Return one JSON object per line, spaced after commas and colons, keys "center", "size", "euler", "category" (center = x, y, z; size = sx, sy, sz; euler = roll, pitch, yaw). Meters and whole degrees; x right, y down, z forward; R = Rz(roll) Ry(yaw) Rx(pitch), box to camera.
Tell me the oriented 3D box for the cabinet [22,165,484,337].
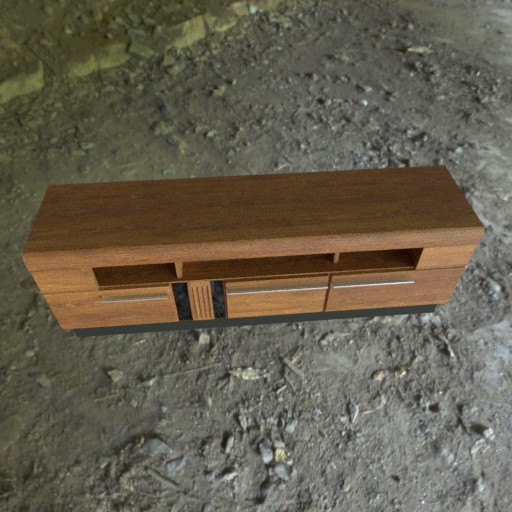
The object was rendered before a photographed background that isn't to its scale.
{"center": [0.000, 0.000, 1.827], "size": [1.600, 0.510, 0.419], "euler": [-3, 47, -3], "category": "cabinet"}
